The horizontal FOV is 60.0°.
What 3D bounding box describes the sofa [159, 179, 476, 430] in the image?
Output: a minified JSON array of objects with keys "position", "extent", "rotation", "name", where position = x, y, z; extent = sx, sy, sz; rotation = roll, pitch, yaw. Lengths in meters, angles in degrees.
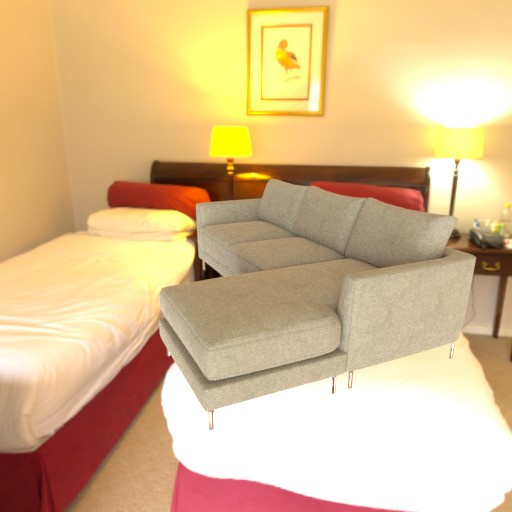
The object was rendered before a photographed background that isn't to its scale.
[{"position":[0.000,0.000,3.211],"extent":[1.626,0.864,2.438],"rotation":[-8,18,-24],"name":"sofa"}]
